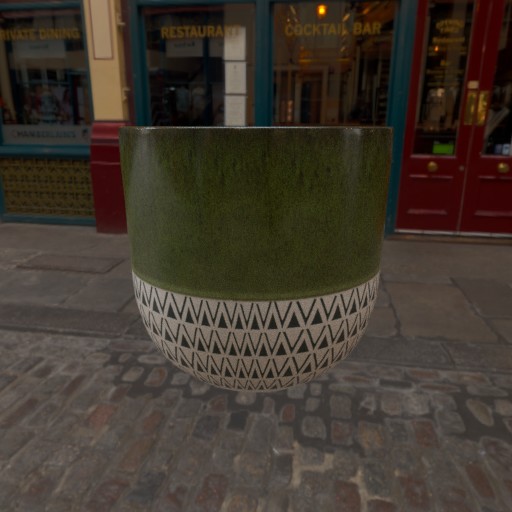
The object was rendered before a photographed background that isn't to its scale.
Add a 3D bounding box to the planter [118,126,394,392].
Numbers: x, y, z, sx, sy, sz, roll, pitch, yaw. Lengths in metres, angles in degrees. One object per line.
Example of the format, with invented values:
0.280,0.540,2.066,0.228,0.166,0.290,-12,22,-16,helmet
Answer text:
0.000,0.000,0.483,0.266,0.270,0.266,0,16,0,planter
